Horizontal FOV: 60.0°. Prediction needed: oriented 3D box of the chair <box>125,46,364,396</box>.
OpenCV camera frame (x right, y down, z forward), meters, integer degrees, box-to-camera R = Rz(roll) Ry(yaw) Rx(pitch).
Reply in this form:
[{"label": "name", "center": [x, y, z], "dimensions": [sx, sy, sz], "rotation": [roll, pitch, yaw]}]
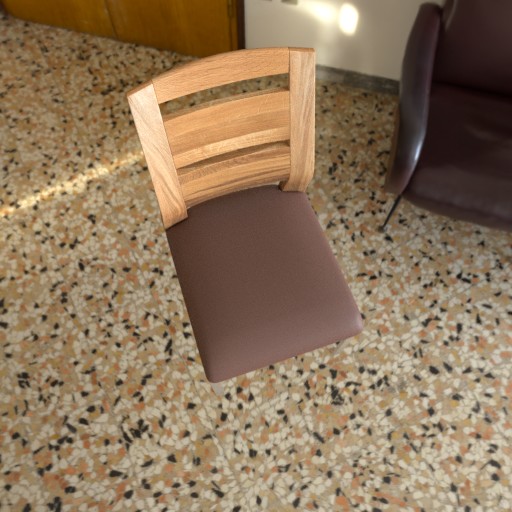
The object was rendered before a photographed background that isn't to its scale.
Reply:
[{"label": "chair", "center": [0.000, 0.000, 1.260], "dimensions": [0.460, 0.970, 0.570], "rotation": [-17, 64, -8]}]
